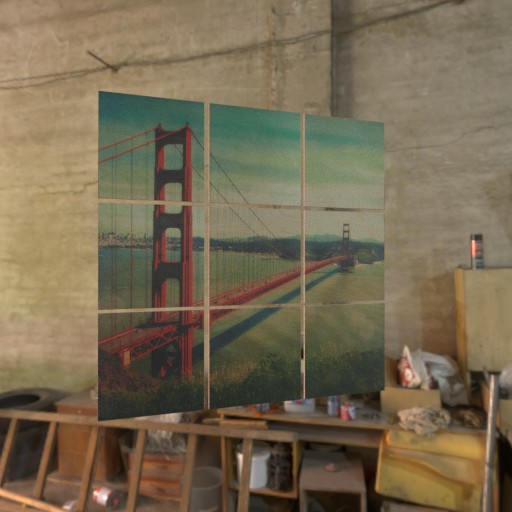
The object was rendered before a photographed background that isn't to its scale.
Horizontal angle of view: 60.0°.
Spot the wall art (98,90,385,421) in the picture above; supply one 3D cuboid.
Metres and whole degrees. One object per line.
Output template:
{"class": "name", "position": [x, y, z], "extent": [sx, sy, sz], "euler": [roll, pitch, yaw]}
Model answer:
{"class": "wall art", "position": [0.000, 0.000, 2.262], "extent": [1.519, 1.507, 0.014], "euler": [0, 0, -18]}
